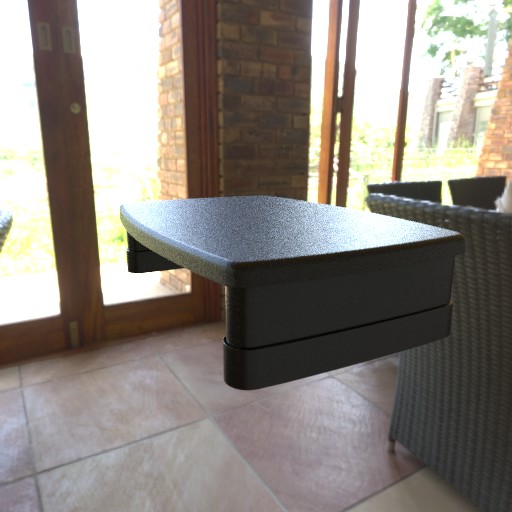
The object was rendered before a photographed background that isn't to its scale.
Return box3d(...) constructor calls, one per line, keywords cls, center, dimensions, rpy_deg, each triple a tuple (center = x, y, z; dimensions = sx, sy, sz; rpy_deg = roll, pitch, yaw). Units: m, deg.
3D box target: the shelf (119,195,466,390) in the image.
box3d(cls="shelf", center=(0.000, 0.000, 0.533), dimensions=(0.280, 0.100, 0.410), rpy_deg=(-7, 15, -27))
